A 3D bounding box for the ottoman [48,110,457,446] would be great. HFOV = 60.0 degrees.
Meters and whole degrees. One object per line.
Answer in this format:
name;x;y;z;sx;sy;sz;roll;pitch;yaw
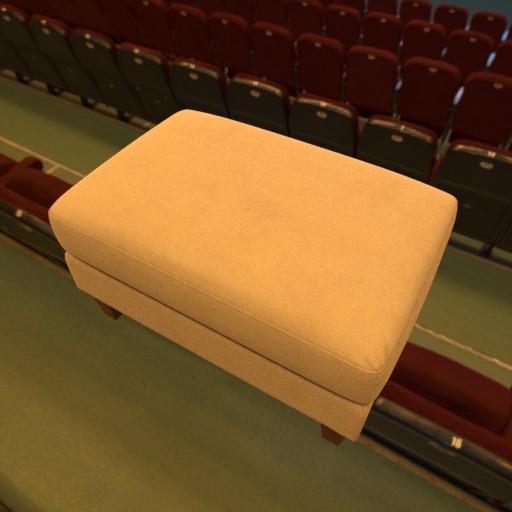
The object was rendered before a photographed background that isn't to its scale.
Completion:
ottoman;0.000;0.000;1.194;0.864;0.483;0.584;24;52;20
